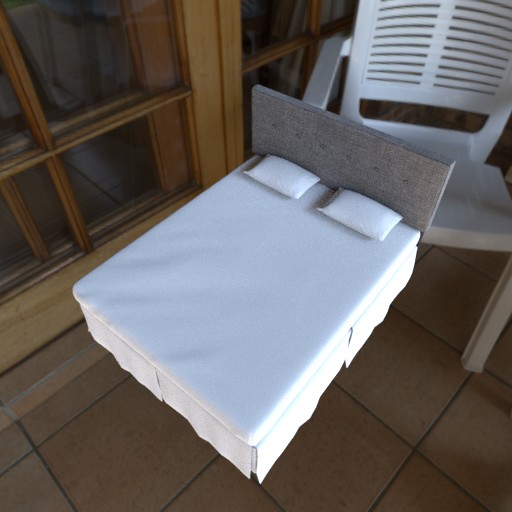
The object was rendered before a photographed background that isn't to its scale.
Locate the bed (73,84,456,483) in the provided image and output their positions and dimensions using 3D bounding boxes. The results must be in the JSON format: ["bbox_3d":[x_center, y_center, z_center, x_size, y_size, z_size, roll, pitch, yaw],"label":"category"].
[{"bbox_3d":[0.000,0.000,2.967,1.621,1.168,1.958,31,54,26],"label":"bed"}]
